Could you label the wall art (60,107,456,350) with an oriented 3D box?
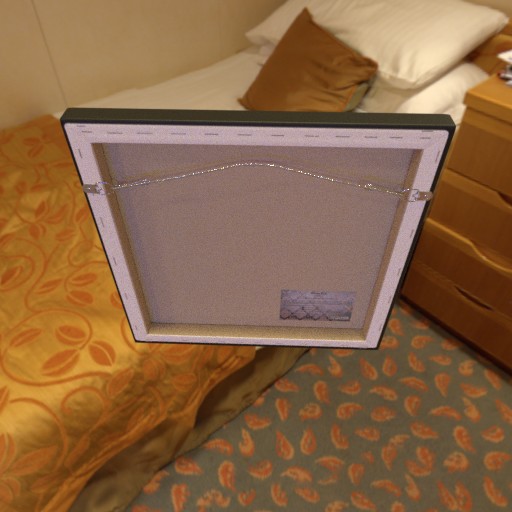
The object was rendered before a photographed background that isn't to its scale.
[{"bbox_3d":[0.000,0.000,0.903,0.610,0.611,0.043,1,45,1],"label":"wall art"}]
